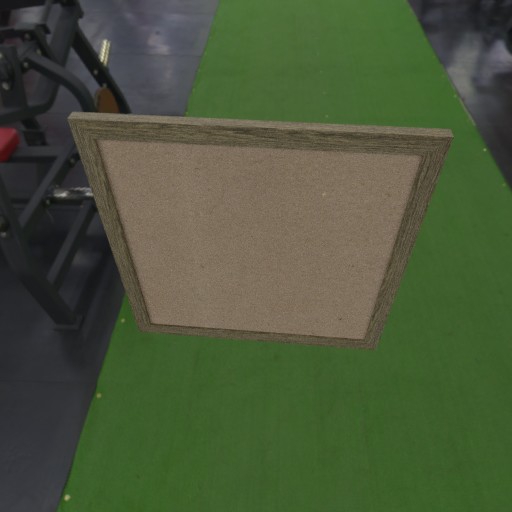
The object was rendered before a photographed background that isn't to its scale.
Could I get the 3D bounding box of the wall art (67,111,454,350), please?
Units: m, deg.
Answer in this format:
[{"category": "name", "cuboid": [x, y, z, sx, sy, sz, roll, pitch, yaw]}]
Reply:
[{"category": "wall art", "cuboid": [0.000, 0.000, 0.771, 0.508, 0.508, 0.019, 4, 47, 4]}]
